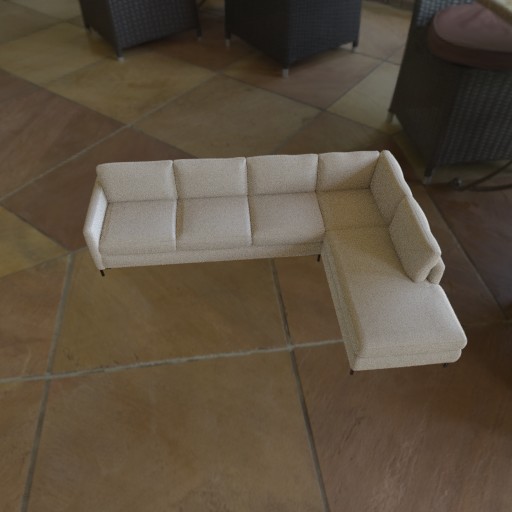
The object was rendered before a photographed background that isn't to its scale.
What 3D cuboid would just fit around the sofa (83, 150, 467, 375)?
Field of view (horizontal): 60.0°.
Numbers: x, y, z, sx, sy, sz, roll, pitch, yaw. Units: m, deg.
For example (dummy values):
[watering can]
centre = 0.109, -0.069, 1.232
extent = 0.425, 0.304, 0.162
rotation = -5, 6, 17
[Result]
[sofa]
centre = 0.000, 0.000, 3.796
extent = 2.949, 0.815, 2.007
rotation = -3, 47, -3
